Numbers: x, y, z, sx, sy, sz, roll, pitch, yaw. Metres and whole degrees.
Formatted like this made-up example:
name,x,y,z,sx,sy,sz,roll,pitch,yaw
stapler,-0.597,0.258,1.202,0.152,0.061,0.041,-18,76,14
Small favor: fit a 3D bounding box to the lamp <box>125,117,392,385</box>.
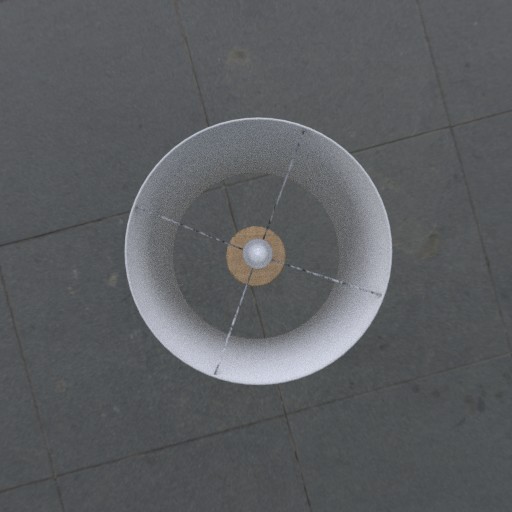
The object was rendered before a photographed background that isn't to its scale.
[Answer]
name,x,y,z,sx,sy,sz,roll,pitch,yaw
lamp,0.000,0.000,0.573,0.208,0.455,0.208,0,89,-1
